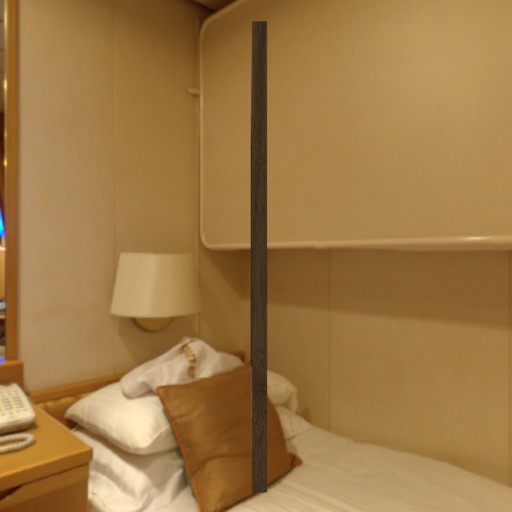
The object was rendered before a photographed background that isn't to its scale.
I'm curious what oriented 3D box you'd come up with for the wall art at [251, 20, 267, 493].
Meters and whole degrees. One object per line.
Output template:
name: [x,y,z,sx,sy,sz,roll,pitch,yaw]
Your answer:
wall art: [0.000,0.000,0.728,0.016,0.507,0.508,0,0,-1]
